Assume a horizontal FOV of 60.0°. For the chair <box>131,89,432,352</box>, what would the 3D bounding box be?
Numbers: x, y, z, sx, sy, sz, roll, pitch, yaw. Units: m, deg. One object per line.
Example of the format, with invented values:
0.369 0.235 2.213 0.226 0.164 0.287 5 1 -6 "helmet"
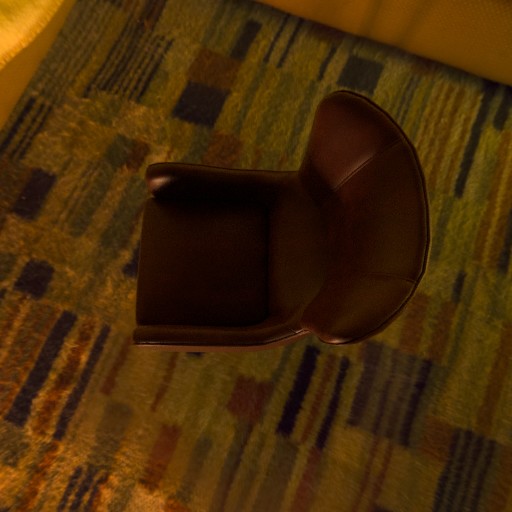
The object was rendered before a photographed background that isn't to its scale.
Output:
0.000 0.000 1.624 0.914 1.048 0.692 1 76 0 "chair"
